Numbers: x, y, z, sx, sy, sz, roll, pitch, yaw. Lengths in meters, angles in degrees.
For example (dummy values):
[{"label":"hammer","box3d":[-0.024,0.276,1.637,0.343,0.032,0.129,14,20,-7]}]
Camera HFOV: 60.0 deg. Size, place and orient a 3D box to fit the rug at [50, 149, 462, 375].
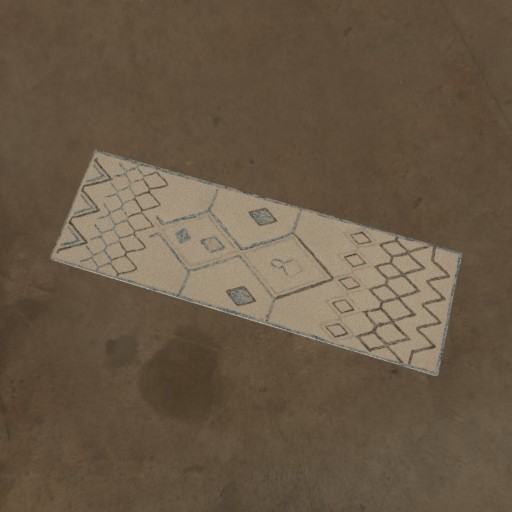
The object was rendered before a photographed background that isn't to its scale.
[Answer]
[{"label":"rug","box3d":[0.000,0.000,2.741,2.434,0.013,0.770,16,77,4]}]
